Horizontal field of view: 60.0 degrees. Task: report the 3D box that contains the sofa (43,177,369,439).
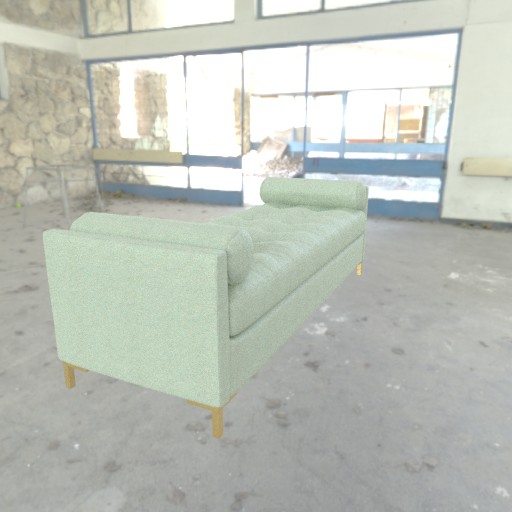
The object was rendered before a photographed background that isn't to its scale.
[{"bbox_3d":[0.000,0.000,2.464,0.796,0.705,2.102,7,17,25],"label":"sofa"}]
